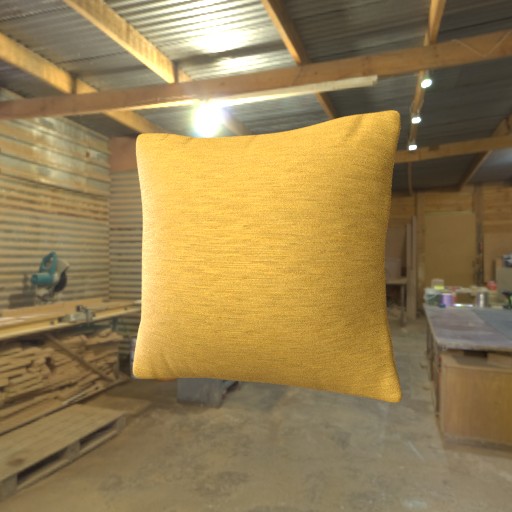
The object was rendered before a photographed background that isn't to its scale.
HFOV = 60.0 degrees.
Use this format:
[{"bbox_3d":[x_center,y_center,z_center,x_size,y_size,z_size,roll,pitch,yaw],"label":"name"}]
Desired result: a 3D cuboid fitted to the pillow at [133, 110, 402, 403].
[{"bbox_3d":[0.000,0.000,0.695,0.435,0.417,0.247,0,0,18],"label":"pillow"}]
